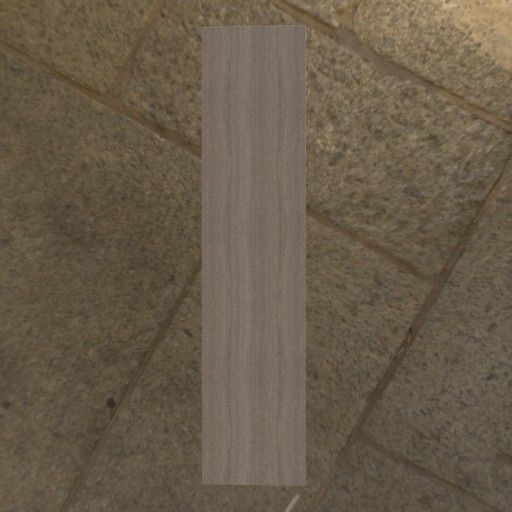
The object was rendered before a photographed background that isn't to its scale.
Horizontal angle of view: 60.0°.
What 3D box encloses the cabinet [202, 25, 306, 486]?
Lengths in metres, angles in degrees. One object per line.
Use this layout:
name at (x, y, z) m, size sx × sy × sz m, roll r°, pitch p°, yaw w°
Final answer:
cabinet at (0.000, 0.000, 2.508) m, size 0.499 × 0.779 × 2.198 m, roll 0°, pitch 90°, yaw 2°
